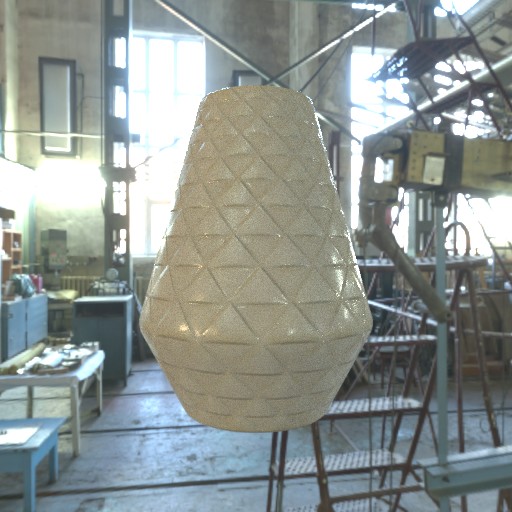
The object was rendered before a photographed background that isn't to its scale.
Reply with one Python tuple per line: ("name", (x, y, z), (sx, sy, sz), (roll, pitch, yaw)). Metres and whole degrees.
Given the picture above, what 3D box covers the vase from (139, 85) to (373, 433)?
("vase", (0.000, 0.000, 0.342), (0.175, 0.230, 0.175), (0, 0, 0))
